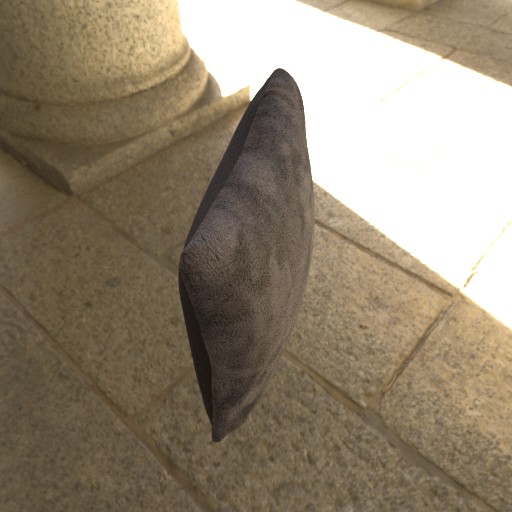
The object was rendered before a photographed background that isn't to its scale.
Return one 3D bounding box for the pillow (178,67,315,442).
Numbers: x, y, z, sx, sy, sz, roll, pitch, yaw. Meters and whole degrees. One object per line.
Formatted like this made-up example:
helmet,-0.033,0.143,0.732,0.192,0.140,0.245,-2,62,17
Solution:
pillow,0.000,0.000,0.822,0.204,0.520,0.522,9,47,9
